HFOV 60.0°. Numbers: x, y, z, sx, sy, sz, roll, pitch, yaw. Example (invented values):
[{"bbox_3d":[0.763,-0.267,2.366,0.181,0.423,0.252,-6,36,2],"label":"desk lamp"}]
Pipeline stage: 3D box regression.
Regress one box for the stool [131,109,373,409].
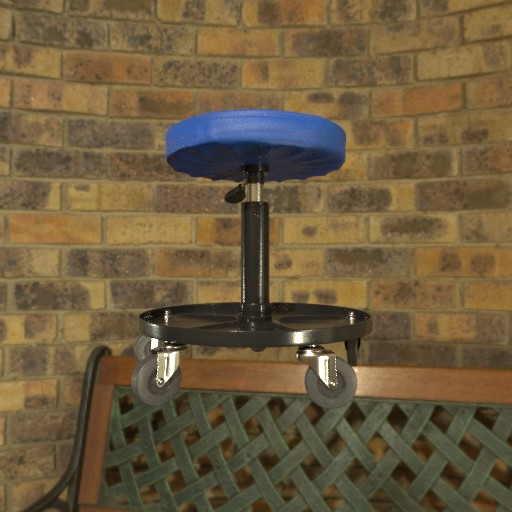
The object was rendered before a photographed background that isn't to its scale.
[{"bbox_3d":[0.000,0.000,0.684,0.381,0.365,0.382,0,-1,-19],"label":"stool"}]
